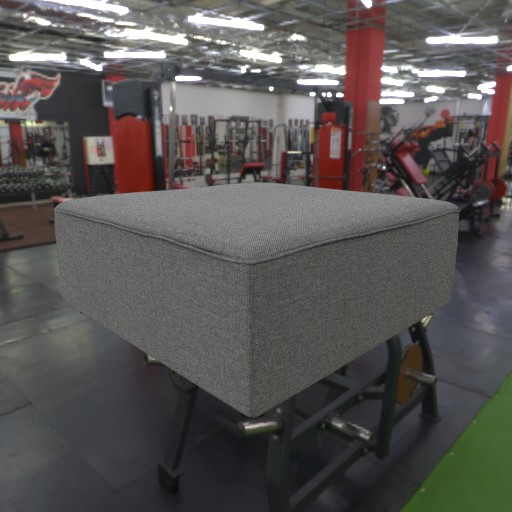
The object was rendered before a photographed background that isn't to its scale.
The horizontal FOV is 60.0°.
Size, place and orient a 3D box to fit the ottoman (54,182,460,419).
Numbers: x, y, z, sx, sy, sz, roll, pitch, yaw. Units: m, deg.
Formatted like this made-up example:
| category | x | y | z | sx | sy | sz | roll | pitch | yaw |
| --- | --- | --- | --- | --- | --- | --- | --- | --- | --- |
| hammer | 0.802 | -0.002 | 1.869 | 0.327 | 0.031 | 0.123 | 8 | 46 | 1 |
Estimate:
| category | x | y | z | sx | sy | sz | roll | pitch | yaw |
| --- | --- | --- | --- | --- | --- | --- | --- | --- | --- |
| ottoman | 0.000 | 0.000 | 1.562 | 1.023 | 0.423 | 1.017 | -14 | 20 | -42 |
